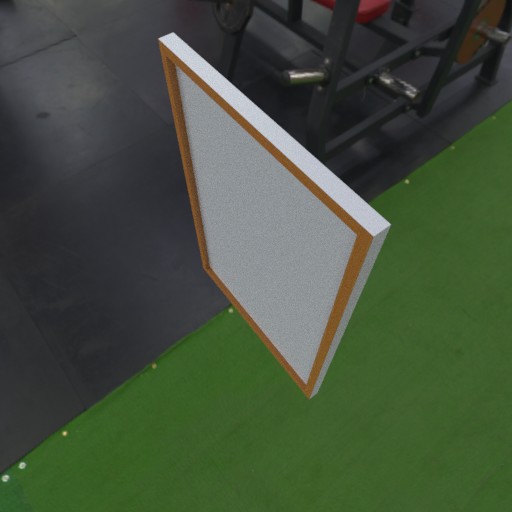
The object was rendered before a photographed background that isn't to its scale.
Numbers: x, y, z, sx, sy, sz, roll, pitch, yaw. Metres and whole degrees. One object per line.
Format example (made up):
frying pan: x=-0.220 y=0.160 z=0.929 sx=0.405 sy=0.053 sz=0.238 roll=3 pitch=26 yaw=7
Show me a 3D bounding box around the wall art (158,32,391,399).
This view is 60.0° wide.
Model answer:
wall art: x=0.000 y=0.000 z=1.160 sx=0.037 sy=0.916 sz=0.610 roll=-33 pitch=63 yaw=-19
